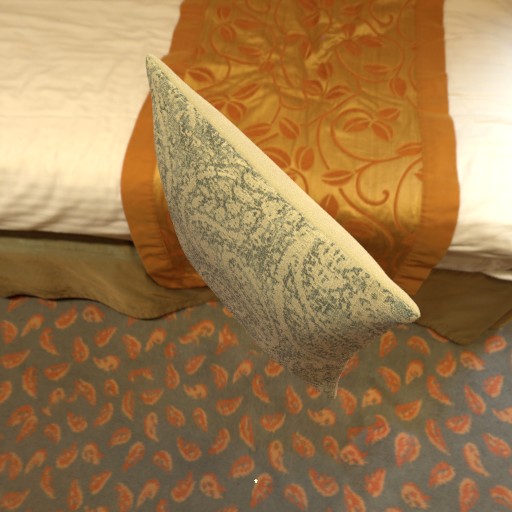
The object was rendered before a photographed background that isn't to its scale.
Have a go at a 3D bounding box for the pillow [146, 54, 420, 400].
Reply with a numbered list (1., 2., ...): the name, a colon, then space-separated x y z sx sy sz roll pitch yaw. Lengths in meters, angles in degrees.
1. pillow: 0.000 0.000 0.776 0.166 0.510 0.523 -36 69 -17
